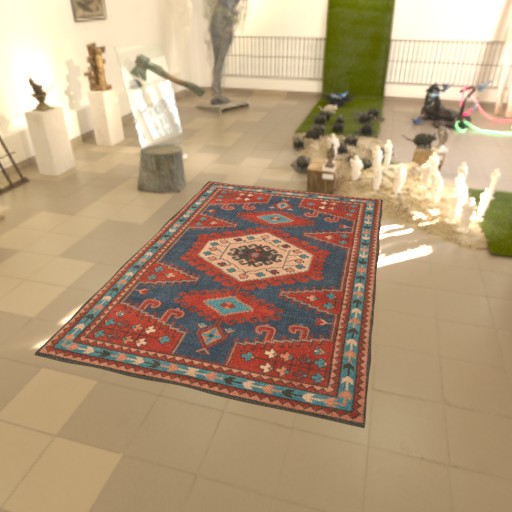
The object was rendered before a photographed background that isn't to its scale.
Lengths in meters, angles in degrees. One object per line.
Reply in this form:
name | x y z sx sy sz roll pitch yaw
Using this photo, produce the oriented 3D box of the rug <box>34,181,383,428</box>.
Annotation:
rug | 0.000 0.000 2.254 1.207 0.012 1.820 8 32 13
